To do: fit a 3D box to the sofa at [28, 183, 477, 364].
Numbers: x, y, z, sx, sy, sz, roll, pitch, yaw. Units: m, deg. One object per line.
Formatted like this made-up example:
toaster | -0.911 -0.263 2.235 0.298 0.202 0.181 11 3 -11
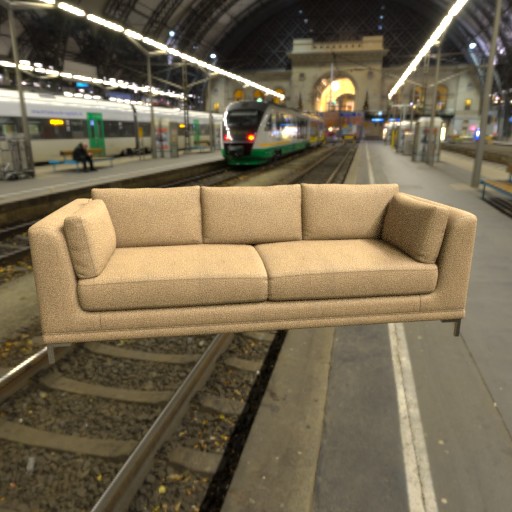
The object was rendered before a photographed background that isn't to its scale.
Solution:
sofa | 0.000 0.000 2.866 2.415 0.867 0.969 -2 16 -8
